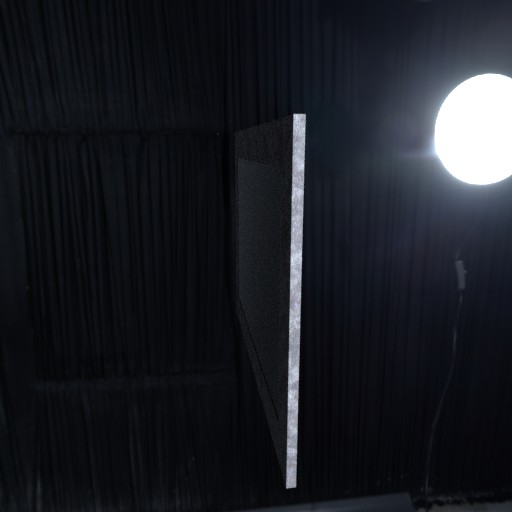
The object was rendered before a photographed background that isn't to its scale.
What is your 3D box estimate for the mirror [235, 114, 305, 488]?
[{"bbox_3d":[0.000,0.000,1.422,0.022,0.795,1.101,-2,14,-8],"label":"mirror"}]
